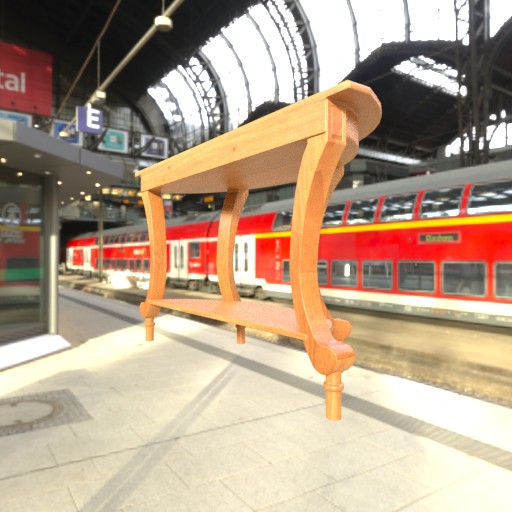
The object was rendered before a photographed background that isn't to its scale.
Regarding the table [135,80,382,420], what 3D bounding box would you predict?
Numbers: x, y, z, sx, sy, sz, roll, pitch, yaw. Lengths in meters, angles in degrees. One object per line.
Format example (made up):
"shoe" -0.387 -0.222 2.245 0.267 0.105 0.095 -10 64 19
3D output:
"table" 0.000 0.000 1.471 0.394 0.692 1.198 0 0 -35
